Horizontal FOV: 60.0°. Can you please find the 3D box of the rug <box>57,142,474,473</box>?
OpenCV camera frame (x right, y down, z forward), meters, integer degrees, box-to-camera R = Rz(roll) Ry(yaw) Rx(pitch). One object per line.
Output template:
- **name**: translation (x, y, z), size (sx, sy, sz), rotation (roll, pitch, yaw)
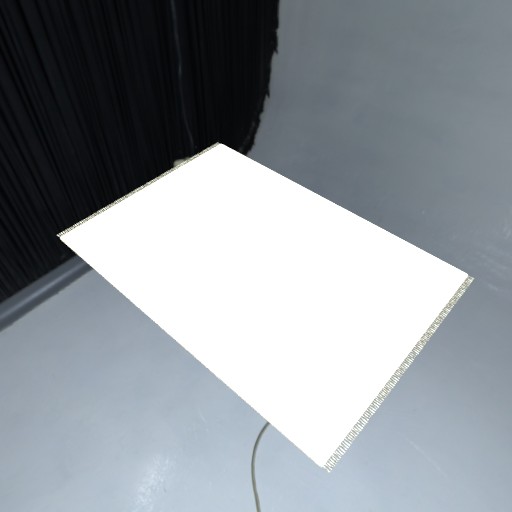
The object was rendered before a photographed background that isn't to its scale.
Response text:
- **rug**: translation (0.000, 0.000, 2.839), size (2.233, 0.011, 1.514), rotation (33, 55, 27)
